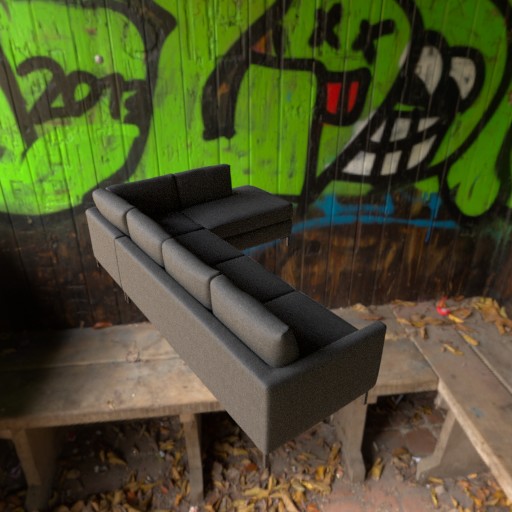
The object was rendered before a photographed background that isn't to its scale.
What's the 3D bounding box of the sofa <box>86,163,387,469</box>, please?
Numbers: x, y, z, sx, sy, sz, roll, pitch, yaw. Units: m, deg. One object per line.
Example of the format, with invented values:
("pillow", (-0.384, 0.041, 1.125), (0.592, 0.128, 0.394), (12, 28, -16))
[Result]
("sofa", (0.000, 0.000, 3.805), (1.984, 0.858, 2.972), (-18, 33, -31))
